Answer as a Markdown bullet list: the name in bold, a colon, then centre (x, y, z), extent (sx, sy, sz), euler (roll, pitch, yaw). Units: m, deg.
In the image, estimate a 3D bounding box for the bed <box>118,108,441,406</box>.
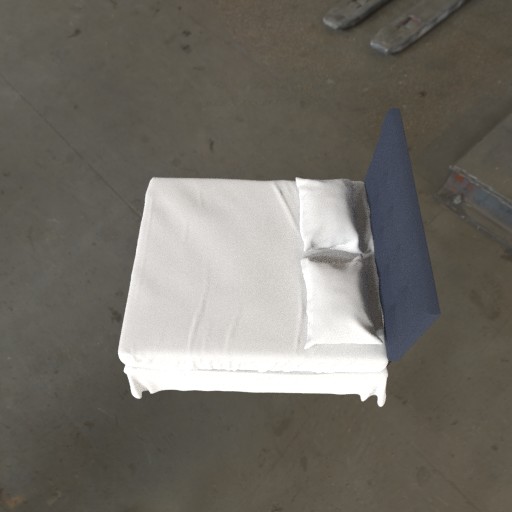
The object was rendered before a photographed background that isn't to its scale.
- **bed**: centre (0.000, 0.000, 3.485), extent (2.222, 1.577, 1.936), euler (1, 60, 1)
